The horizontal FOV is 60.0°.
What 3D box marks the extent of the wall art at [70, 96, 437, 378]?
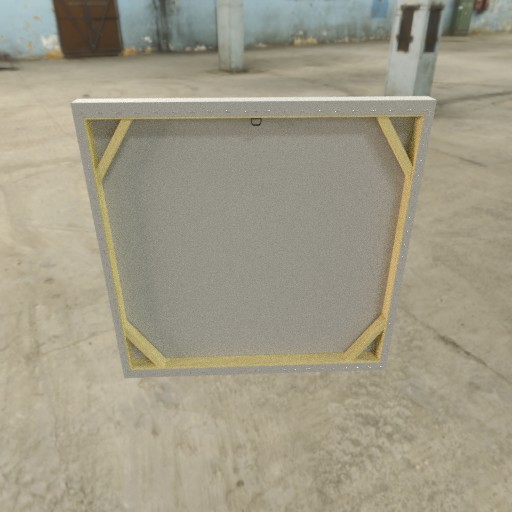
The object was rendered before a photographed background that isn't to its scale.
[{"bbox_3d":[0.000,0.000,0.902,0.610,0.610,0.038,-1,29,-2],"label":"wall art"}]
